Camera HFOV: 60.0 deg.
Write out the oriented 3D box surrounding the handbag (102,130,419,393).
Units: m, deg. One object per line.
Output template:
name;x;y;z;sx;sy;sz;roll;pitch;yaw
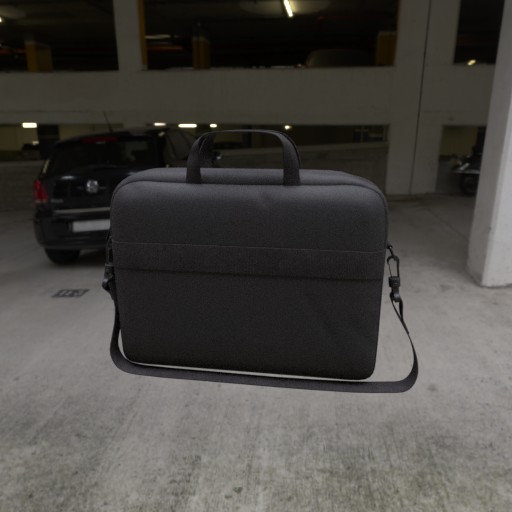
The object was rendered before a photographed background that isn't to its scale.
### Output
handbag;0.000;0.000;0.446;0.320;0.244;0.089;2;17;8
